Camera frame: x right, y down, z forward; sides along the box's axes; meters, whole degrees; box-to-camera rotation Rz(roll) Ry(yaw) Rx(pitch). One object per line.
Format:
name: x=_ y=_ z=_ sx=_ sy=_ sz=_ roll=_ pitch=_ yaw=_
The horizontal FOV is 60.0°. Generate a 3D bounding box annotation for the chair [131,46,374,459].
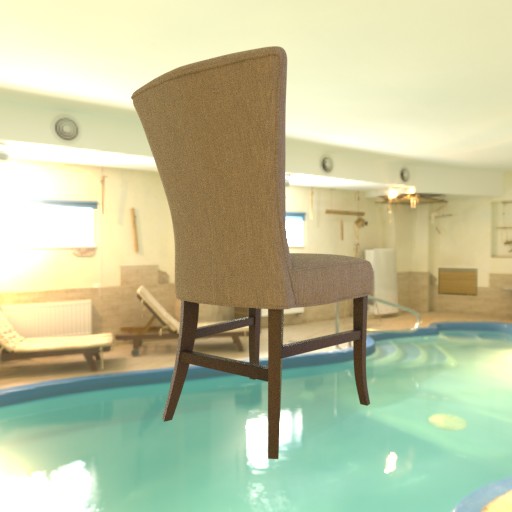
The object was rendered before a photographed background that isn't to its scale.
chair: x=0.000 y=0.000 z=1.365 sx=0.520 sy=0.991 sz=0.660 roll=1 pitch=2 yaw=37
